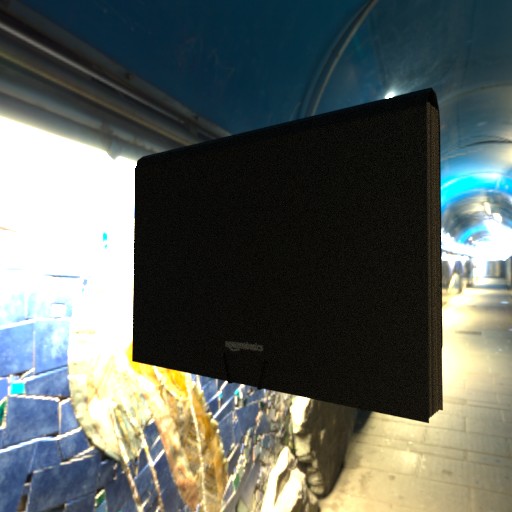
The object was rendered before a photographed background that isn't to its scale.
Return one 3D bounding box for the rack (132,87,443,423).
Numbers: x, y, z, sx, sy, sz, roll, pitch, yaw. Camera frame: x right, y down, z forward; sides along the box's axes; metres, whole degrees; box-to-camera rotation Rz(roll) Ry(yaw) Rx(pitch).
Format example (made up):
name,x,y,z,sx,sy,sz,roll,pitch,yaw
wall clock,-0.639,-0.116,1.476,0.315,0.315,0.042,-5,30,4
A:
name,x,y,z,sx,sy,sz,roll,pitch,yaw
rack,0.000,0.000,0.425,0.330,0.241,0.041,-1,-2,38
